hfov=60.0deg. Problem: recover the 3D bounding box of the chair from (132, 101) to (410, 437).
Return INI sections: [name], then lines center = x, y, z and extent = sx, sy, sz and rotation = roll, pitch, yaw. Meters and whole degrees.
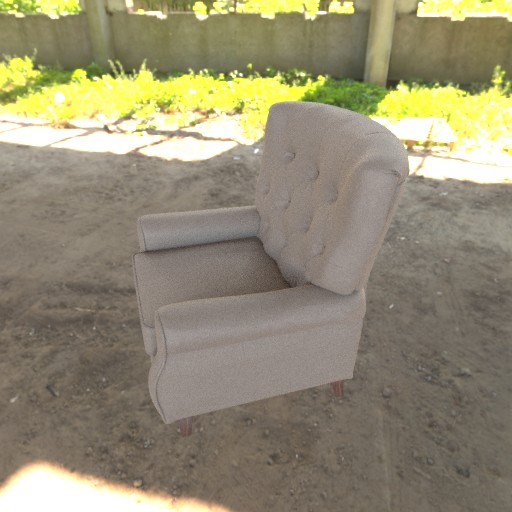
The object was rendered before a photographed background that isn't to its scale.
[chair]
center = 0.000, 0.000, 1.900
extent = 1.041, 1.138, 0.999
rotation = -9, 31, -15
